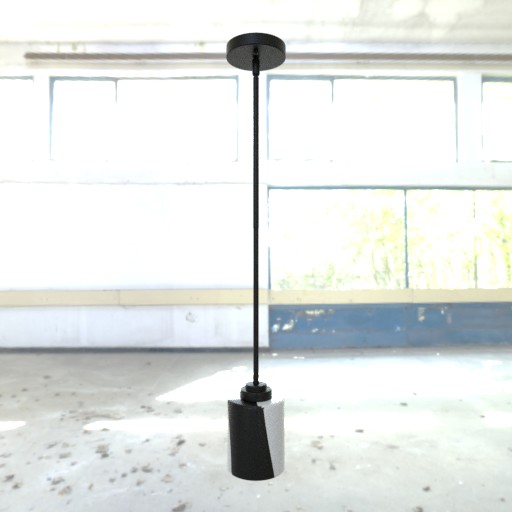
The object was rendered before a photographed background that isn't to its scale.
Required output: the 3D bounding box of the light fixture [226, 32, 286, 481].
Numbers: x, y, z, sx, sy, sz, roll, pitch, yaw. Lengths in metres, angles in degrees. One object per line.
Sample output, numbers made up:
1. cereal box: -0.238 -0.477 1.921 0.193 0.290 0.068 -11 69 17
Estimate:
1. light fixture: 0.000 0.000 0.913 0.123 0.863 0.123 0 -1 0
